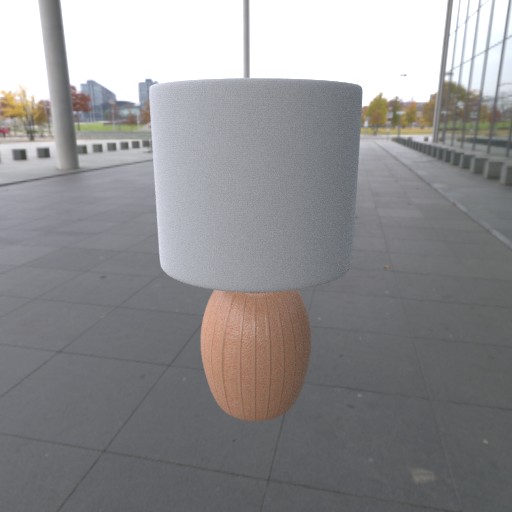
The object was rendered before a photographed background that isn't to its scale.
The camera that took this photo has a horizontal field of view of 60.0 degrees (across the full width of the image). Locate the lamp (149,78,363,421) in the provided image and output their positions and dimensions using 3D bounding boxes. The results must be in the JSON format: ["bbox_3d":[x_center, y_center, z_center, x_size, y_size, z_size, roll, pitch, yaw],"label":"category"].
[{"bbox_3d":[0.000,0.000,0.774,0.329,0.570,0.329,0,16,0],"label":"lamp"}]
